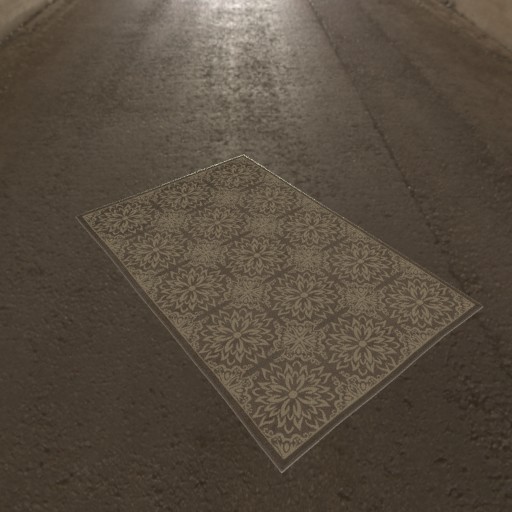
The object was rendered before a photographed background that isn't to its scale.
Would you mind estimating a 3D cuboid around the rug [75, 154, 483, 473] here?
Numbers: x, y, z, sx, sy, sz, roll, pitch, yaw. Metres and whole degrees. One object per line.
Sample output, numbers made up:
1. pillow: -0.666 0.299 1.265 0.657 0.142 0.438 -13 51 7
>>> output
1. rug: 0.000 0.000 3.431 1.819 0.018 2.746 -27 47 -28
